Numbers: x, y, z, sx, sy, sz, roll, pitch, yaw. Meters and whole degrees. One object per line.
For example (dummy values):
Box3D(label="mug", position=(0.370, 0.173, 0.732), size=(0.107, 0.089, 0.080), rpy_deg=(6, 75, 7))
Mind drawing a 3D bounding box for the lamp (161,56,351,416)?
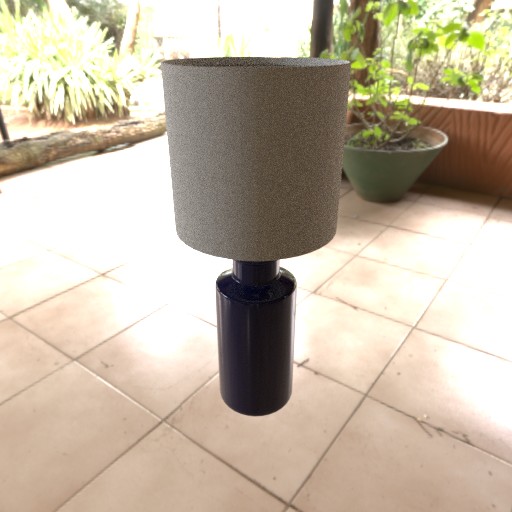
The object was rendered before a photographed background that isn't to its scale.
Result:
Box3D(label="lamp", position=(0.000, 0.000, 0.611), size=(0.212, 0.493, 0.212), rpy_deg=(18, 32, 31))
